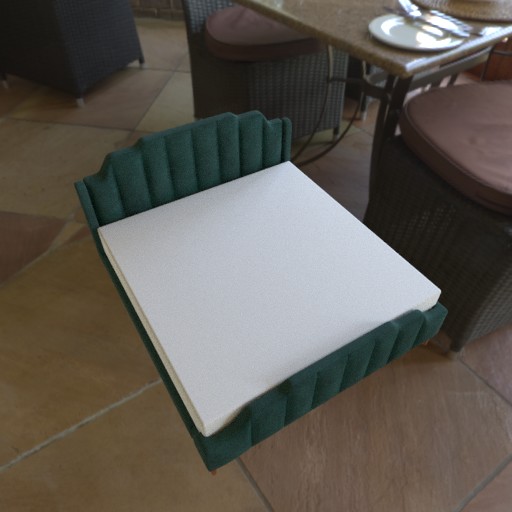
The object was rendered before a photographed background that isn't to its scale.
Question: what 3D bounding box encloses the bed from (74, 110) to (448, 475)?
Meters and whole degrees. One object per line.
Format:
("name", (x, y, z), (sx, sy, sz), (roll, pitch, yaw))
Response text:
("bed", (0.000, 0.000, 3.563), (2.074, 1.245, 2.340), (-23, 50, -21))
